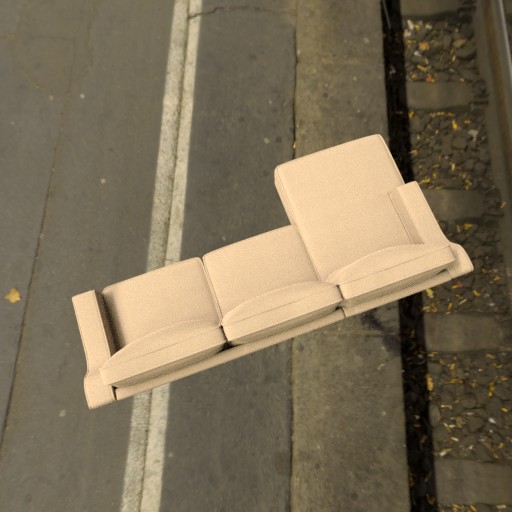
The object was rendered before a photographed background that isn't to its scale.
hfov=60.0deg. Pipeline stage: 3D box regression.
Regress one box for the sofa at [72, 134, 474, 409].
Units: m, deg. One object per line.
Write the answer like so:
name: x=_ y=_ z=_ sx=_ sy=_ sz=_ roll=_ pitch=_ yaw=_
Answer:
sofa: x=0.000 y=0.000 z=3.185 sx=2.561 sy=0.928 sz=1.294 roll=-19 pitch=75 yaw=-5
